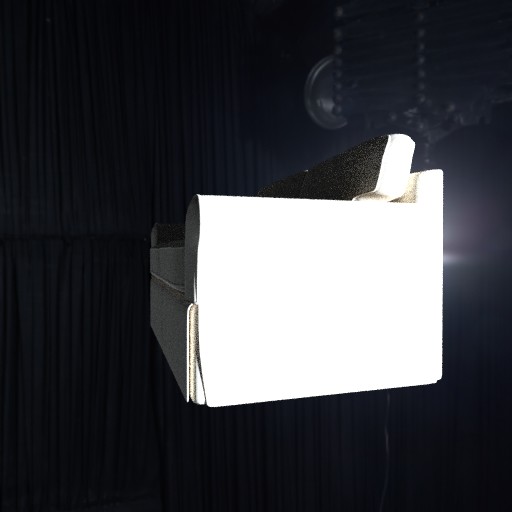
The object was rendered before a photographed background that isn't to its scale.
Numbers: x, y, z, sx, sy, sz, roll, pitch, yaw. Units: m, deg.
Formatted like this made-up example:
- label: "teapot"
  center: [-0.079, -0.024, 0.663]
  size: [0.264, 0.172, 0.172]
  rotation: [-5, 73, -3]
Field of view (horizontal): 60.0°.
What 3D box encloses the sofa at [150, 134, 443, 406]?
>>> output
- label: "sofa"
  center: [0.000, 0.000, 2.297]
  size: [0.991, 0.940, 1.727]
  rotation: [0, 1, -17]
